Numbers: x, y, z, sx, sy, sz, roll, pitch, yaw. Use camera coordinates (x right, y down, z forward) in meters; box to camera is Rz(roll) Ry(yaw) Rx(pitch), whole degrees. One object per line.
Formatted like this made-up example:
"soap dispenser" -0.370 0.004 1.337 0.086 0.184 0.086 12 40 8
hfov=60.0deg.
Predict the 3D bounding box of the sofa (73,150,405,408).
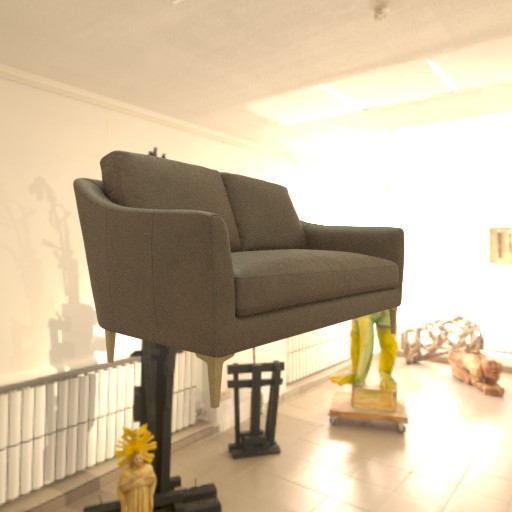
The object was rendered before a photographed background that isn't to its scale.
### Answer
"sofa" 0.000 0.000 2.201 0.960 0.902 1.619 1 1 38
